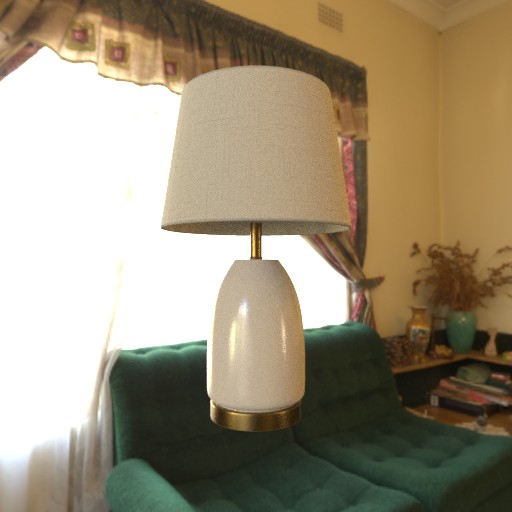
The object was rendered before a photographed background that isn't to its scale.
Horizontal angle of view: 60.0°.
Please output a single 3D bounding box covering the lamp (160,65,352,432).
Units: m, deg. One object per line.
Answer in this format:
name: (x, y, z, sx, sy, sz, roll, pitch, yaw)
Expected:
lamp: (0.000, 0.000, 0.675, 0.285, 0.483, 0.285, 0, -1, 0)
